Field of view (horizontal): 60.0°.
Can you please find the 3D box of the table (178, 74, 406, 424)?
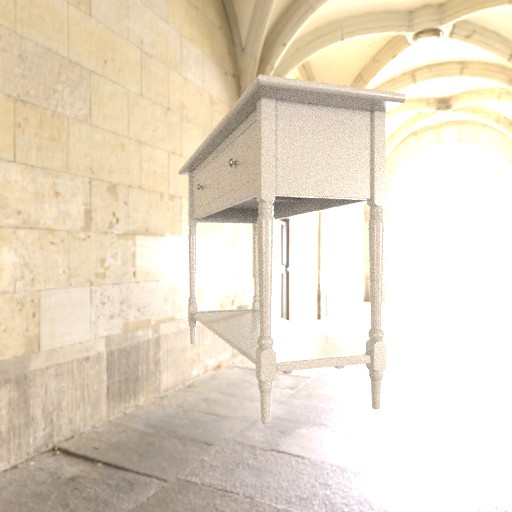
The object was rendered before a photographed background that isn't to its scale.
[{"bbox_3d":[0.000,0.000,1.597,0.384,0.808,1.197,0,0,-18],"label":"table"}]
